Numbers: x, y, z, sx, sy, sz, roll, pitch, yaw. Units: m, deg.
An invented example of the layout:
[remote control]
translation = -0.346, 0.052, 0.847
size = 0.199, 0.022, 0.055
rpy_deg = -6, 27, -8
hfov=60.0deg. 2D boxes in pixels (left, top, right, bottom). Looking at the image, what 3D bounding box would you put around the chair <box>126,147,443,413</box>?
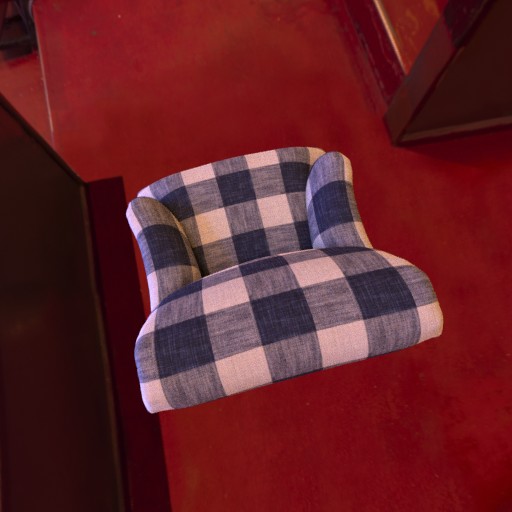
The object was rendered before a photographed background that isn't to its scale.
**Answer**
[chair]
translation = 0.000, 0.000, 1.556
size = 0.781, 0.953, 0.848
rpy_deg = -14, 75, -4
